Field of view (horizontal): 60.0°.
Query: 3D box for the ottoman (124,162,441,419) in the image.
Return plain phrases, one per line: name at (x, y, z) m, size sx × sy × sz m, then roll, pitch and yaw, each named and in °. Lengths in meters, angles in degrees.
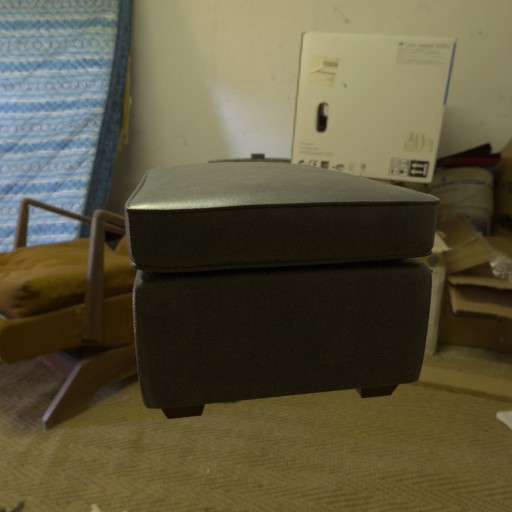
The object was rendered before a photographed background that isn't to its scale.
ottoman at (0.000, 0.000, 1.119) m, size 0.554 × 0.445 × 0.756 m, roll -3°, pitch 16°, yaw -10°
